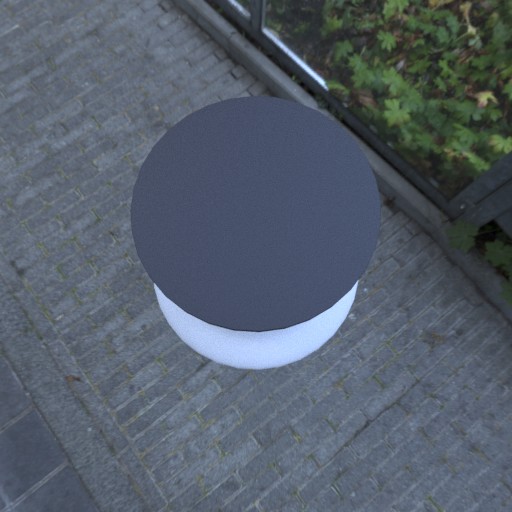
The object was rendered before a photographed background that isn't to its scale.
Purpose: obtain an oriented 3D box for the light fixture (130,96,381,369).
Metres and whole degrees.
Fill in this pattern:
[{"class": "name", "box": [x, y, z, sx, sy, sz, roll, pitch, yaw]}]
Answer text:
[{"class": "light fixture", "box": [0.000, 0.000, 0.392, 0.197, 0.254, 0.197, 0, 76, 0]}]
